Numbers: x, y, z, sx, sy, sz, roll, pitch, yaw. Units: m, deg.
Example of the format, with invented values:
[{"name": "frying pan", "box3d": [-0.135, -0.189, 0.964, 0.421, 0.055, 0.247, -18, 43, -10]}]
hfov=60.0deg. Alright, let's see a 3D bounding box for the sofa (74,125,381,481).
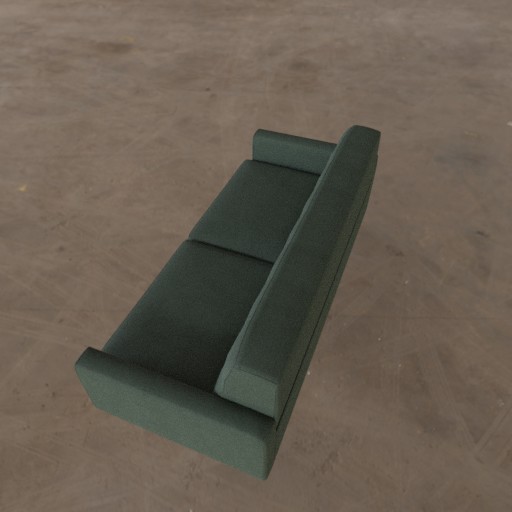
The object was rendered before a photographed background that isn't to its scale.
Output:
[{"name": "sofa", "box3d": [0.000, 0.000, 2.463, 0.909, 0.841, 2.029, 16, 48, 15]}]
